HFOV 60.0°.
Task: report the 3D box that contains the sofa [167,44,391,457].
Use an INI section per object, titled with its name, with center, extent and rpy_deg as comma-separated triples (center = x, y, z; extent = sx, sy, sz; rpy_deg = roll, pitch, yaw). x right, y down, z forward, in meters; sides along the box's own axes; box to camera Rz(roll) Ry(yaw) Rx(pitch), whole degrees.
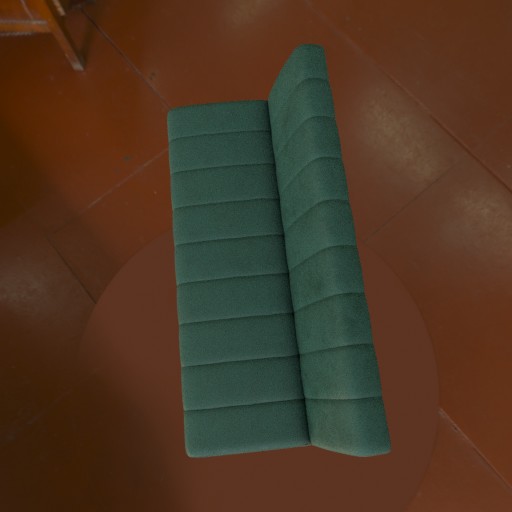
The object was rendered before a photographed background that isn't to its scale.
[sofa]
center = 0.000, 0.000, 2.213
extent = 0.830, 0.820, 1.810
rpy_deg = -6, 75, -2
